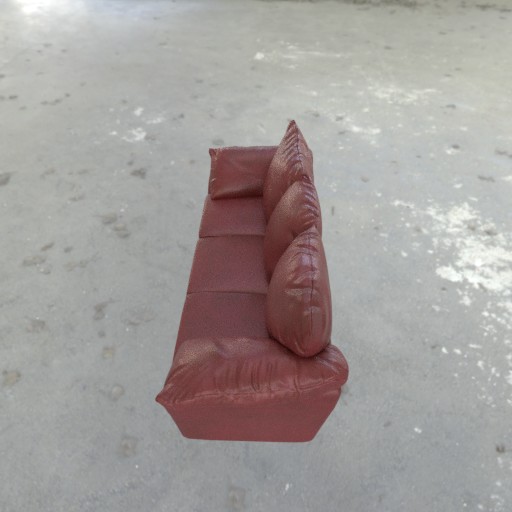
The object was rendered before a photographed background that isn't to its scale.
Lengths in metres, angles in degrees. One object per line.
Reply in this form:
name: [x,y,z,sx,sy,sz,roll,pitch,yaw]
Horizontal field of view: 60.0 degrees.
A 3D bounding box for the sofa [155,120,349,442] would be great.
sofa: [0.000,0.000,2.968,0.907,1.091,2.390,1,40,1]
